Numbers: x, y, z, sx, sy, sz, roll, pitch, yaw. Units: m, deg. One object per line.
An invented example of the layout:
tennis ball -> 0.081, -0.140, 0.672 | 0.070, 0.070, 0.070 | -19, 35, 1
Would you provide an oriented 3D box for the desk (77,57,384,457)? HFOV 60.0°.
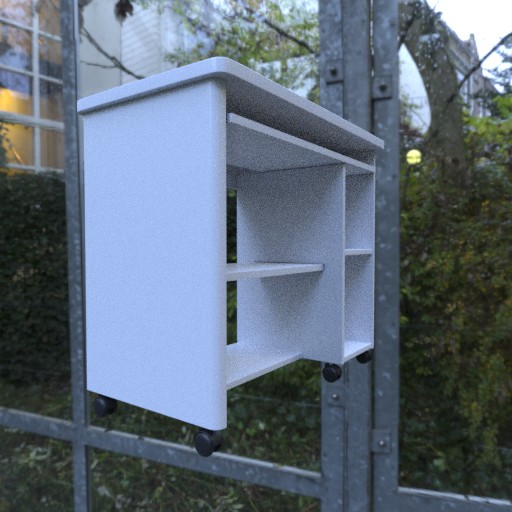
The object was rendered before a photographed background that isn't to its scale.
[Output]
desk -> 0.000, 0.000, 1.305 | 0.475, 0.763, 0.877 | 1, 2, 35
